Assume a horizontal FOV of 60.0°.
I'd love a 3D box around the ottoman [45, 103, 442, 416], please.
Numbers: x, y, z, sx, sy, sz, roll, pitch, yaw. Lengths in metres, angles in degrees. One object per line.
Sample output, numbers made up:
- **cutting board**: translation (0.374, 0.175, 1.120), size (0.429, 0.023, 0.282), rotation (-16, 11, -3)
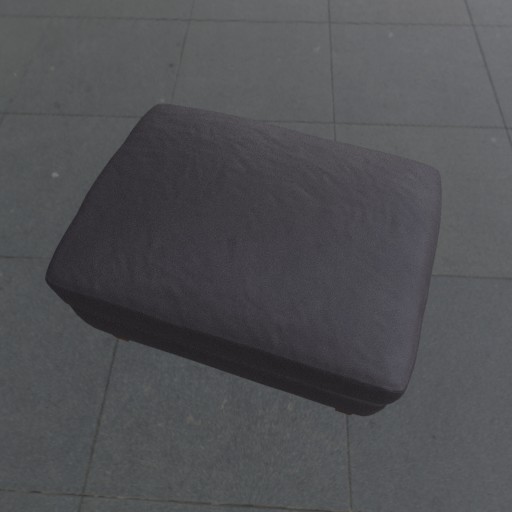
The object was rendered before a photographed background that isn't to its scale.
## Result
- **ottoman**: translation (0.000, 0.000, 1.266), size (0.887, 0.529, 0.659), rotation (16, 61, 9)
